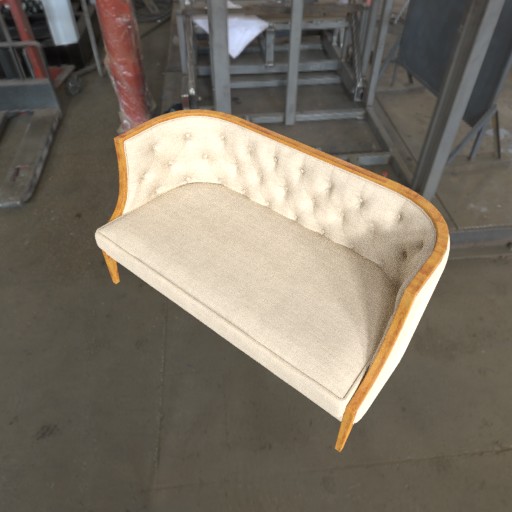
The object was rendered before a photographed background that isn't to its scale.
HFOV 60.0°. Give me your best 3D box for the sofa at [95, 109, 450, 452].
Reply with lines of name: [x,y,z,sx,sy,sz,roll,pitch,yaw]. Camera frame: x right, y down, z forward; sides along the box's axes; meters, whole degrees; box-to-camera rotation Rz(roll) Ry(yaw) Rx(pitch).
sofa: [0.000,0.000,2.008,1.474,0.775,0.770,30,53,26]
